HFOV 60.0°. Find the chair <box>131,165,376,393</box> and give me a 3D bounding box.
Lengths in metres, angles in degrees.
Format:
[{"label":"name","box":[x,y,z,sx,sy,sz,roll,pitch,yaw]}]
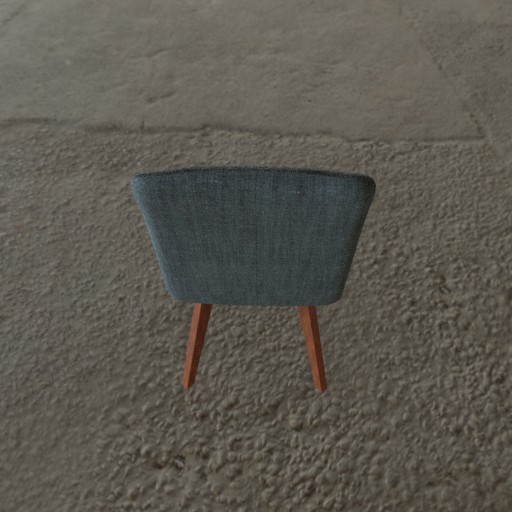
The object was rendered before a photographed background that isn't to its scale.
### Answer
[{"label":"chair","box":[0.000,0.000,1.338,0.522,0.974,0.563,1,47,1]}]
